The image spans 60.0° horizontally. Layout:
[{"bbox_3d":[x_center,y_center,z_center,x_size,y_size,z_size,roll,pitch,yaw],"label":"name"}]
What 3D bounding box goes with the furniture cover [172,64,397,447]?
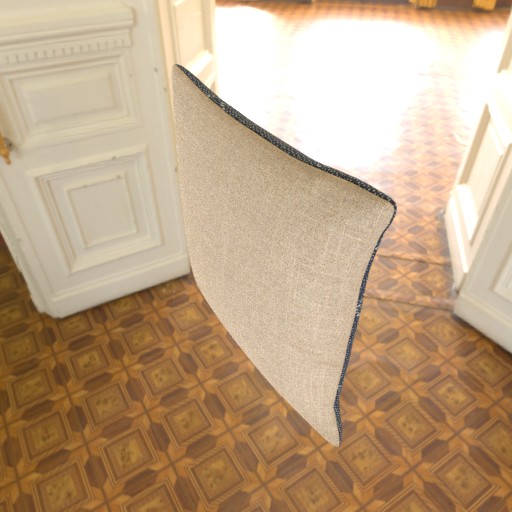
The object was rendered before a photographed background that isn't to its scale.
[{"bbox_3d":[0.000,0.000,0.754,0.162,0.503,0.511,-23,46,-24],"label":"furniture cover"}]
